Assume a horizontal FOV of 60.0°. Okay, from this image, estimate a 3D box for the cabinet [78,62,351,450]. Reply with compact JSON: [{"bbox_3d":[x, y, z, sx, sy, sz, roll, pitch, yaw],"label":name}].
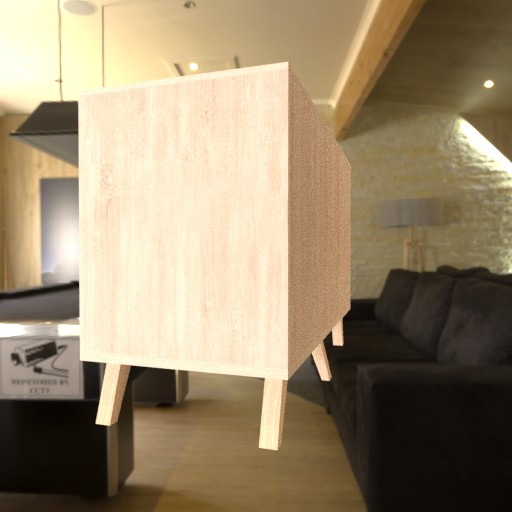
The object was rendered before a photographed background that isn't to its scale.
[{"bbox_3d":[0.000,0.000,1.480,0.500,0.780,1.110,0,1,18],"label":"cabinet"}]
